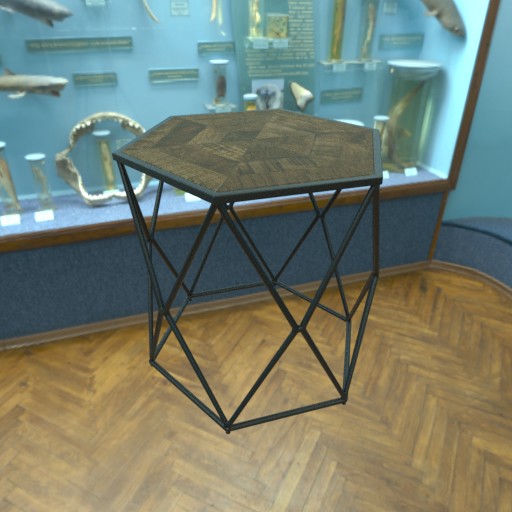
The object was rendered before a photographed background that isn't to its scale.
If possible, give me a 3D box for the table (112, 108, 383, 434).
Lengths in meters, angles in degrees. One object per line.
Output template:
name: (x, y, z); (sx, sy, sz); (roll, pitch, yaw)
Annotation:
table: (0.000, 0.000, 1.068); (0.578, 0.564, 0.579); (-9, 32, -14)
